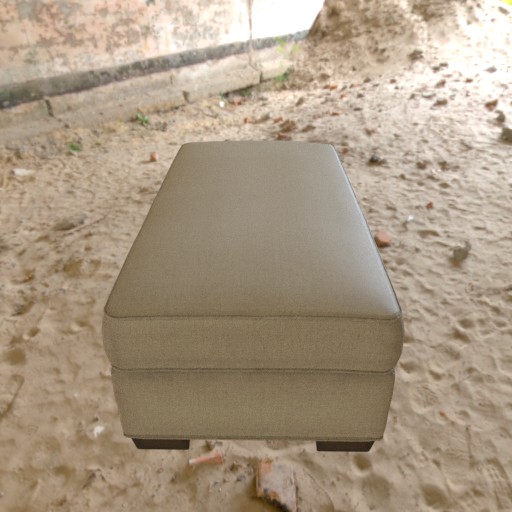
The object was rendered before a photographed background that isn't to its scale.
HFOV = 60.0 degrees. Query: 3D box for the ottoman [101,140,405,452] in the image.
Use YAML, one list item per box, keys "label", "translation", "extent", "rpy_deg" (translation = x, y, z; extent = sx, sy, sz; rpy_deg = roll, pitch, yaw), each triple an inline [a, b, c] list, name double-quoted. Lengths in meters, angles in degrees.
- label: "ottoman"
  translation: [0.000, 0.000, 1.404]
  extent: [0.617, 0.461, 1.097]
  rpy_deg: [0, 32, 1]
